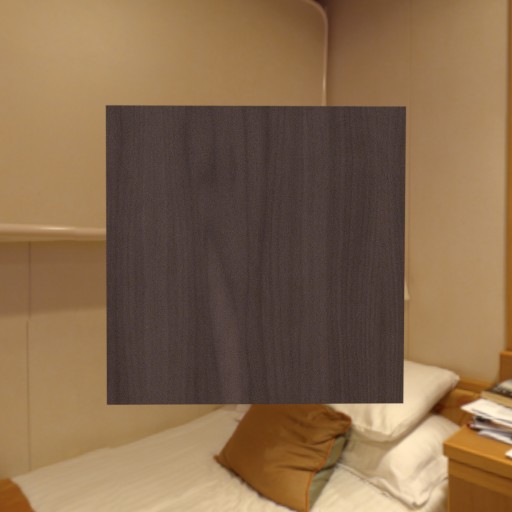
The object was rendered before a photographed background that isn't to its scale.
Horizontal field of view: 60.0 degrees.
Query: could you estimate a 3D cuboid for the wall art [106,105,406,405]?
[{"bbox_3d":[0.000,0.000,0.761,0.508,0.507,0.016,0,1,-1],"label":"wall art"}]
